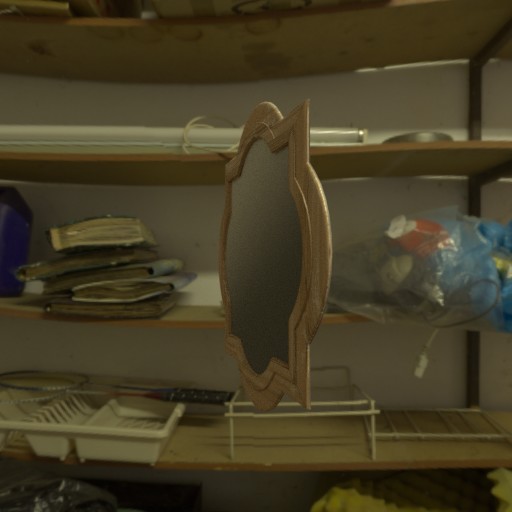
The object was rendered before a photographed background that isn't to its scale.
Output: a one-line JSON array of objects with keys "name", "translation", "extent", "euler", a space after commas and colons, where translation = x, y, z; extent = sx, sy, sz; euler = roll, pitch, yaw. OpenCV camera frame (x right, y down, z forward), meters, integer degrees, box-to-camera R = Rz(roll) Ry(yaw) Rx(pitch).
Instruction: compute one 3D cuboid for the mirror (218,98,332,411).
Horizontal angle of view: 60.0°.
[{"name": "mirror", "translation": [0.000, 0.000, 1.037], "extent": [0.019, 0.686, 0.686], "euler": [0, -1, -19]}]
